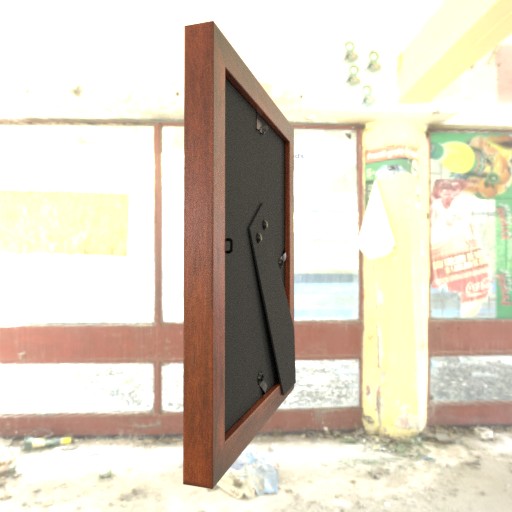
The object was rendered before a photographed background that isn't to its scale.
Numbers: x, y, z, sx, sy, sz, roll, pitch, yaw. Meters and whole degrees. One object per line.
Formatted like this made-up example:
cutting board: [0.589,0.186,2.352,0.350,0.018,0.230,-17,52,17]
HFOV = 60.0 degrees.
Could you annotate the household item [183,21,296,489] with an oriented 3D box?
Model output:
household item: [0.000,0.000,0.334,0.020,0.250,0.200,0,-1,17]
